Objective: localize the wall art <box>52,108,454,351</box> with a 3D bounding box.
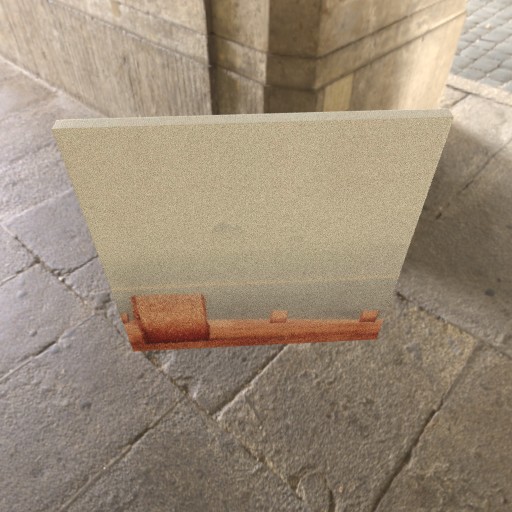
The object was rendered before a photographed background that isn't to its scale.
[{"bbox_3d":[0.000,0.000,1.121,0.760,0.760,0.042,-2,46,-2],"label":"wall art"}]
